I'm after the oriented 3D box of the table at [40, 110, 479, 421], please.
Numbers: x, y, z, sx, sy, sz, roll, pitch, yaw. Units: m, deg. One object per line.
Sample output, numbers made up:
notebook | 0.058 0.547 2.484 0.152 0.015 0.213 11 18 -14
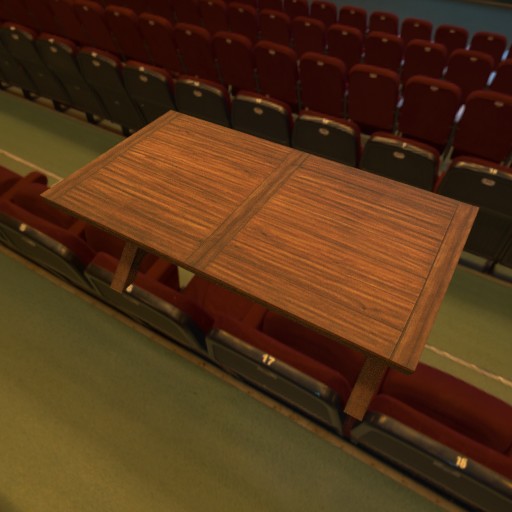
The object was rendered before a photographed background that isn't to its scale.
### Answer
table | 0.000 0.000 2.536 1.966 0.793 1.071 23 50 21
